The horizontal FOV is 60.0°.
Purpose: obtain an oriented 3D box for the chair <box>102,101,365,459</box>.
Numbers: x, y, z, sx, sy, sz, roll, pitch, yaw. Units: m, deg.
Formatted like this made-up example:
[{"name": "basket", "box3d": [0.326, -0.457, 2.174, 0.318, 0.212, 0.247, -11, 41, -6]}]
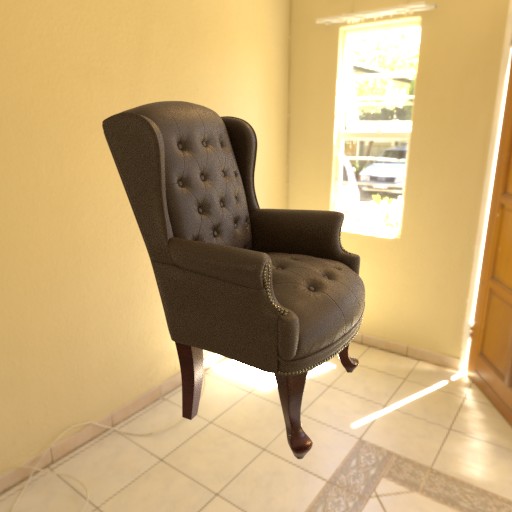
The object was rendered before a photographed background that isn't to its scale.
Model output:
[{"name": "chair", "box3d": [0.000, 0.000, 1.686, 0.819, 1.132, 0.829, 8, 18, 26]}]
